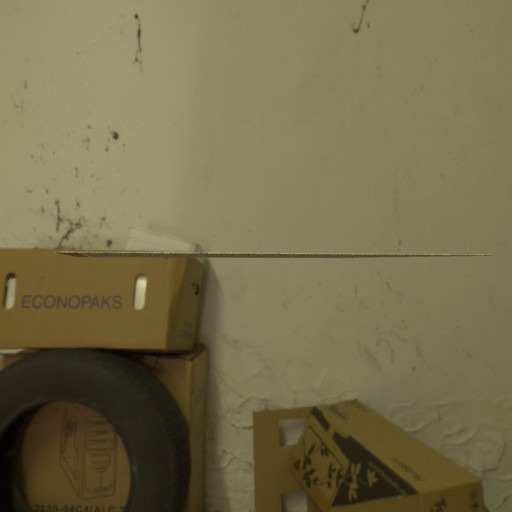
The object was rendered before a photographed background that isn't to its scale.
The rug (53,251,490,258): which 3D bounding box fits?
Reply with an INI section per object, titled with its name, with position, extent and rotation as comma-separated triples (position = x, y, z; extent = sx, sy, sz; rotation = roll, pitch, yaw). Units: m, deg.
[rug]
position = 0.000, 0.000, 3.389
extent = 2.651, 0.010, 1.971
rotation = 0, -1, -19
